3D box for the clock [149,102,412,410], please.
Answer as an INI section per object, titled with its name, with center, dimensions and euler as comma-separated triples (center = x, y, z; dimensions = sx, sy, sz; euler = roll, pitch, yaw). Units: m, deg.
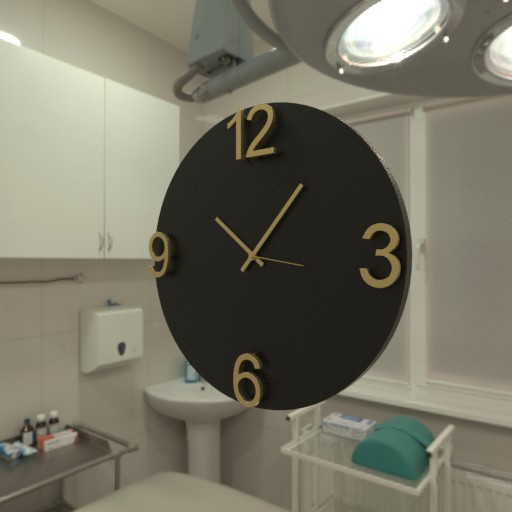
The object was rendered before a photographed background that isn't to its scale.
[clock]
center = 0.000, 0.000, 0.668
dimensions = 0.454, 0.454, 0.038
euler = 0, -1, 37
